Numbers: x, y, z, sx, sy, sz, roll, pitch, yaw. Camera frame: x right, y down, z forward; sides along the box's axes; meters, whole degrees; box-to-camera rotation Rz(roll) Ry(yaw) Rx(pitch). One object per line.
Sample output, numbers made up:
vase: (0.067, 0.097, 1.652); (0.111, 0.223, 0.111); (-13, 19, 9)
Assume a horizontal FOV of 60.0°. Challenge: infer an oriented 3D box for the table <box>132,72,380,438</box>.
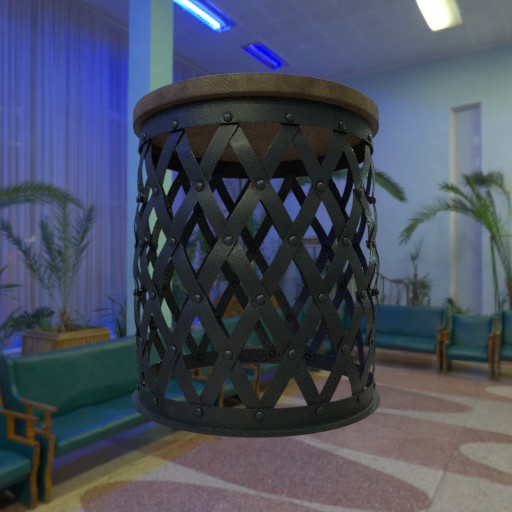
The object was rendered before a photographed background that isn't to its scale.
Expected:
table: (0.000, 0.000, 0.753); (0.405, 0.454, 0.405); (0, -1, 0)
